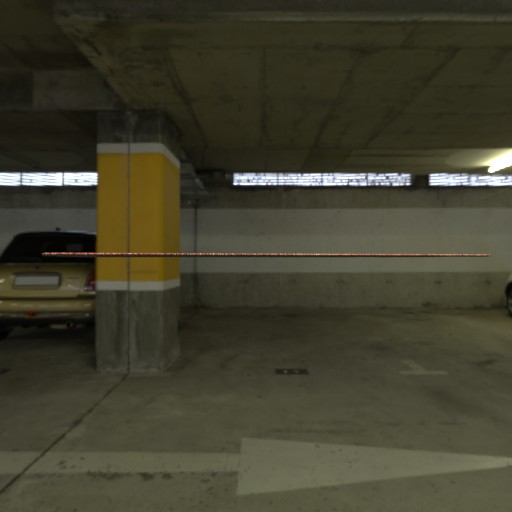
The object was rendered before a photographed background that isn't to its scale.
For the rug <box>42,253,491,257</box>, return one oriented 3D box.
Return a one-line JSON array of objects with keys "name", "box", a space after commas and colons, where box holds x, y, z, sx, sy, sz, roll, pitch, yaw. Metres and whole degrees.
[{"name": "rug", "box": [0.000, 0.000, 2.164, 1.747, 0.011, 1.139, 0, 0, -18]}]
